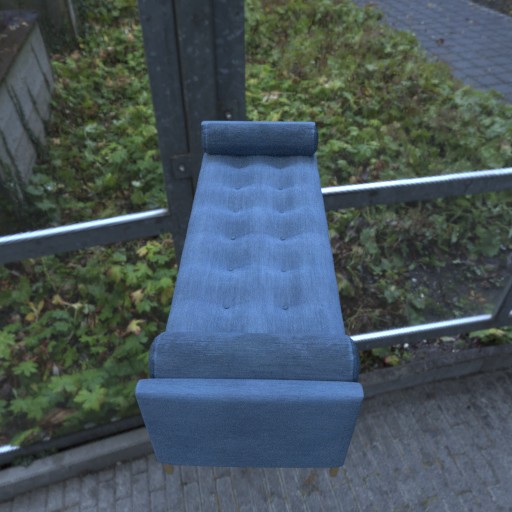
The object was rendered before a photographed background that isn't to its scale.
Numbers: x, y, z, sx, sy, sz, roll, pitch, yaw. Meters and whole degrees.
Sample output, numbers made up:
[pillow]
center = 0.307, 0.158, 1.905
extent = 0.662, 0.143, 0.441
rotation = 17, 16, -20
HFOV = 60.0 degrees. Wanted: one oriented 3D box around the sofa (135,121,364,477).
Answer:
[sofa]
center = 0.000, 0.000, 2.439
extent = 0.796, 0.705, 2.102
rotation = 1, 42, 1
